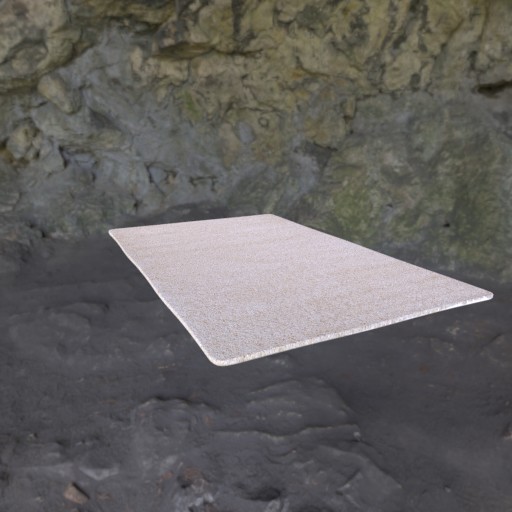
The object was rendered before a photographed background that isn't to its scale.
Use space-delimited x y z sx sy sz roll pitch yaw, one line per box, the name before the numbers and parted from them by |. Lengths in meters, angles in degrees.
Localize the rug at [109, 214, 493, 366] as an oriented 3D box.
rug | 0.000 0.000 2.896 1.500 0.026 2.349 -8 18 -26
